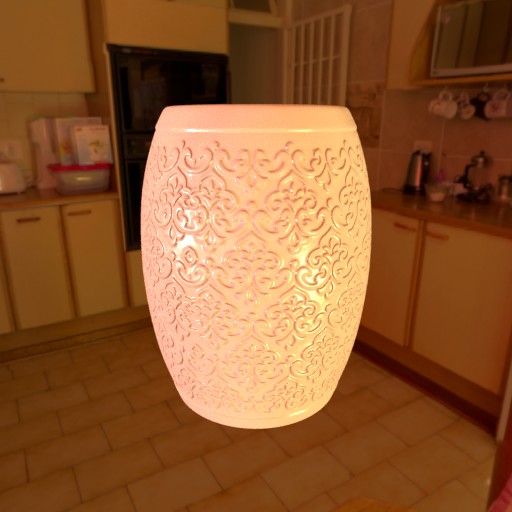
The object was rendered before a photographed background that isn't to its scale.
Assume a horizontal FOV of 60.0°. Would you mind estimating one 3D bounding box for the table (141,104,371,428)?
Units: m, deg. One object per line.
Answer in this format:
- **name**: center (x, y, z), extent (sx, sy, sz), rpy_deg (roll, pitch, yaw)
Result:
- **table**: center (0.000, 0.000, 0.621), extent (0.309, 0.397, 0.309), rpy_deg (0, 17, 0)
